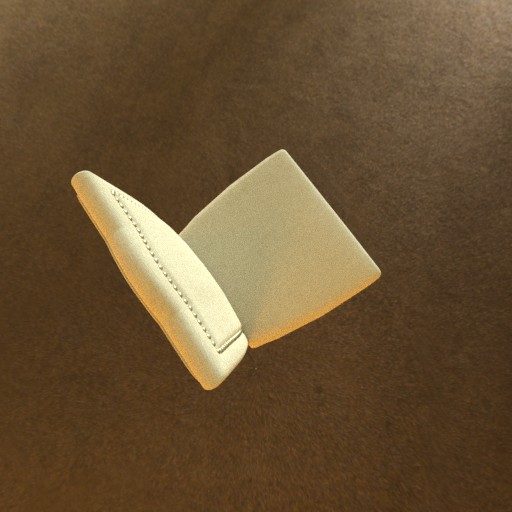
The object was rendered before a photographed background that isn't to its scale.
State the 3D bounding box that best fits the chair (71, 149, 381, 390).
[{"bbox_3d":[0.000,0.000,1.291,0.589,0.946,0.518,-34,78,-8],"label":"chair"}]
